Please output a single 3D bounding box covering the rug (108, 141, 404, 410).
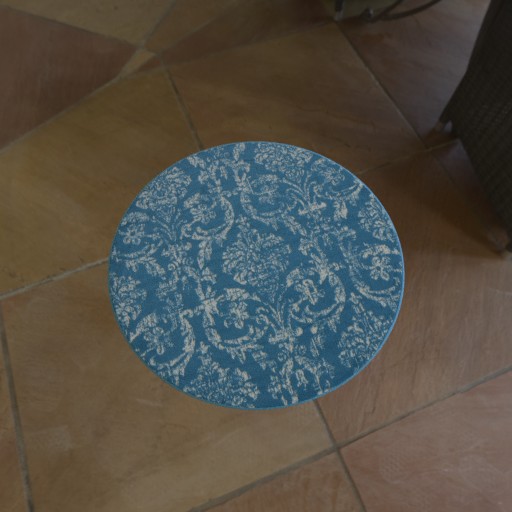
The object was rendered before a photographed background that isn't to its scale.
[{"bbox_3d":[0.000,0.000,2.405,1.593,0.012,1.593,0,63,0],"label":"rug"}]
